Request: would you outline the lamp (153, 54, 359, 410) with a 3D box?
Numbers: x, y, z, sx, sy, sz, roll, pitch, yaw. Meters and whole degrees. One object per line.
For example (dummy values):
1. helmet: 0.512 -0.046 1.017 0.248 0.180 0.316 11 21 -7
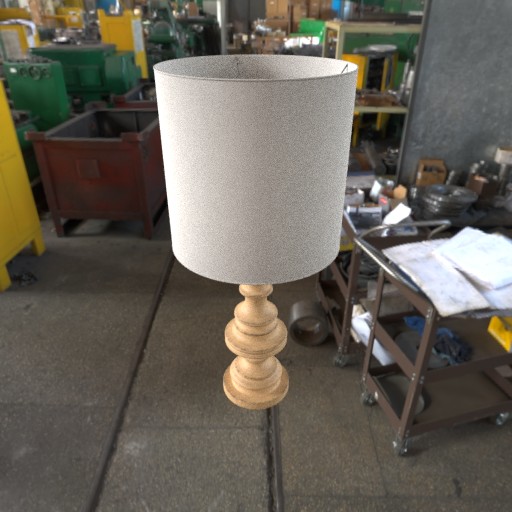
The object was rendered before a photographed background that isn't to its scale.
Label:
1. lamp: 0.000 0.000 0.571 0.208 0.455 0.208 -18 34 -29
